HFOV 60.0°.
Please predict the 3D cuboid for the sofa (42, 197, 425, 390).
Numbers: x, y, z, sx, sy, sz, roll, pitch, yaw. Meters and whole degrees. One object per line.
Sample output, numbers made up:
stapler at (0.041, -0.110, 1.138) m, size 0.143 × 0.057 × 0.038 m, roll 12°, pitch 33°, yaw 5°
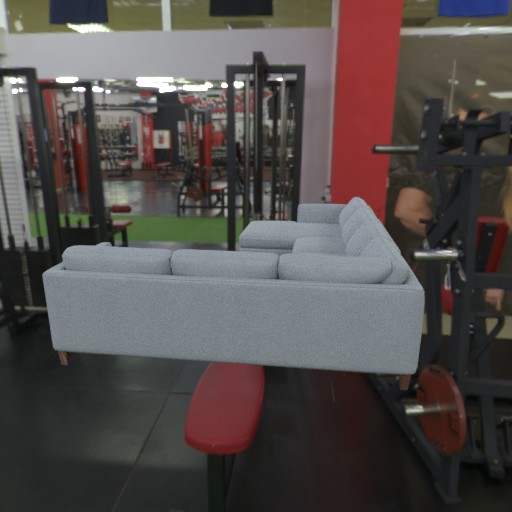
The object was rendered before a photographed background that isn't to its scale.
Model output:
sofa at (0.000, 0.000, 4.435) m, size 2.551 × 0.853 × 3.238 m, roll 2°, pitch 16°, yaw 8°
